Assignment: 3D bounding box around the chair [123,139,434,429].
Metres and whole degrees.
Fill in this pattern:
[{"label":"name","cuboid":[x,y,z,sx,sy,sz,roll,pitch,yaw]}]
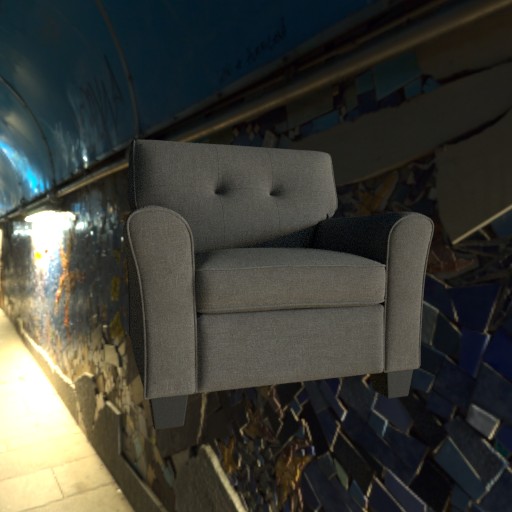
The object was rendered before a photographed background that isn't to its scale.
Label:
[{"label":"chair","cuboid":[0.000,0.000,1.623,0.941,0.890,0.816,-1,3,-18]}]
